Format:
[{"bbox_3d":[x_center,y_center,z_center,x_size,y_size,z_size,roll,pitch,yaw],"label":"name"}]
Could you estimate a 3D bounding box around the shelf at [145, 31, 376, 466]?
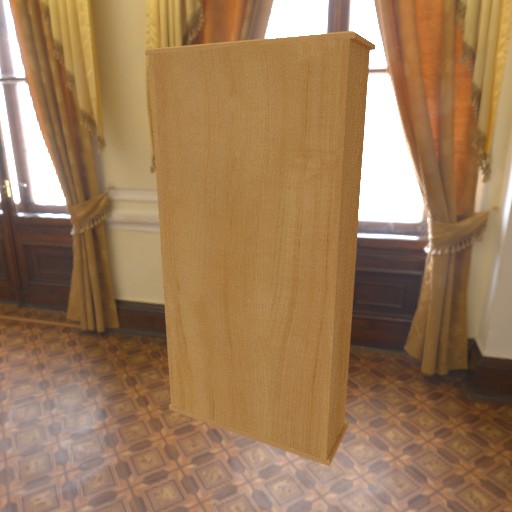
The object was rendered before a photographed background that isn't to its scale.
[{"bbox_3d":[0.000,0.000,1.191,0.520,1.030,0.175,9,19,26],"label":"shelf"}]
